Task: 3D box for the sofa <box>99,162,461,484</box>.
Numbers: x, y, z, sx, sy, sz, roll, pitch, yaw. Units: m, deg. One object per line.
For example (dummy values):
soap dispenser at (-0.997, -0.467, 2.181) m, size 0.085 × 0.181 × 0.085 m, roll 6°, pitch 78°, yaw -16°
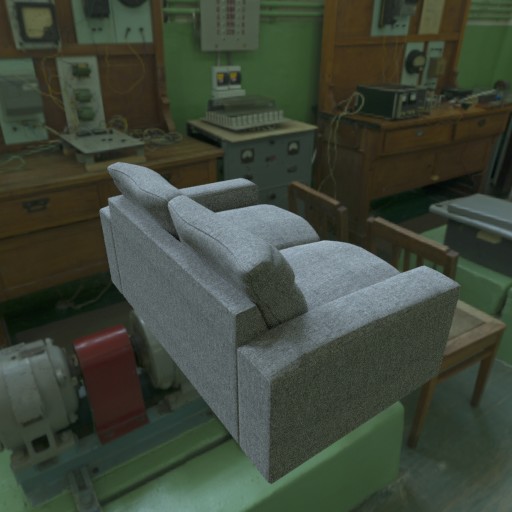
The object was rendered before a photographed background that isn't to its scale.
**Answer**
sofa at (0.000, 0.000, 2.356) m, size 1.094 × 0.877 × 1.758 m, roll -18°, pitch 33°, yaw -30°
